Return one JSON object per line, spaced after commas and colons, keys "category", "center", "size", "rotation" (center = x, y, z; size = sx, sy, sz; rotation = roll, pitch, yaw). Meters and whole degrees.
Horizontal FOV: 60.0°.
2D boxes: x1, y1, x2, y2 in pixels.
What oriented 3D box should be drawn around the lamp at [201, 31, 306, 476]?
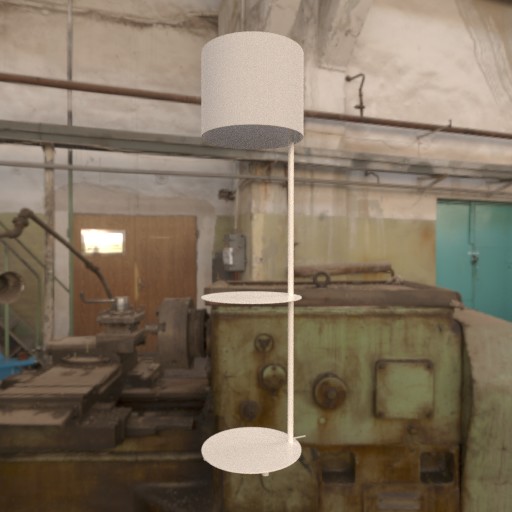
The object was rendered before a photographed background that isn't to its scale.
{"category": "lamp", "center": [0.000, 0.000, 1.642], "size": [0.405, 1.465, 0.372], "rotation": [0, 1, -18]}
